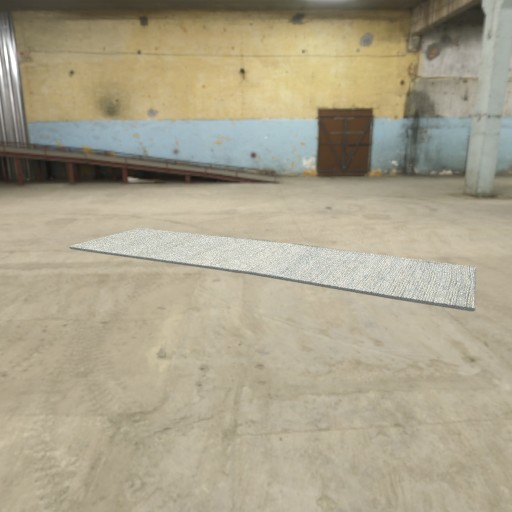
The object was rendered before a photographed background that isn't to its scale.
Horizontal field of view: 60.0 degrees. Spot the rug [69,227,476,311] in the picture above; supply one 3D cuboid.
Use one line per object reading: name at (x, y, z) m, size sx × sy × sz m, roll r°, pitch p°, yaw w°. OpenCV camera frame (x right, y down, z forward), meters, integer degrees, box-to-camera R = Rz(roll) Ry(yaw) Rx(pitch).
rug at (0.000, 0.000, 2.602) m, size 2.341 × 0.037 × 0.675 m, roll 8°, pitch 17°, yaw 26°
